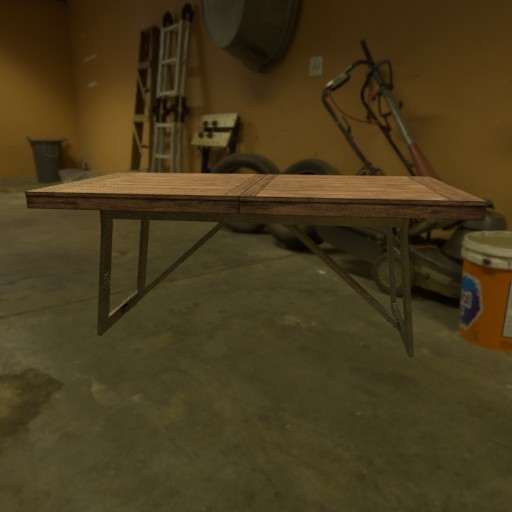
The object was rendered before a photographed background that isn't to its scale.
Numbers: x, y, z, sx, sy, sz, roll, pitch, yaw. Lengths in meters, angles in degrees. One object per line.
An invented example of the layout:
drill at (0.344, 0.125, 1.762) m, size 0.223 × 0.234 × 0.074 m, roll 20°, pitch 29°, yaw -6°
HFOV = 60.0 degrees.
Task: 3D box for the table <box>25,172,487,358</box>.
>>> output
table at (0.000, 0.000, 2.315) m, size 1.867 × 0.757 × 0.931 m, roll 2°, pitch 16°, yaw 8°
